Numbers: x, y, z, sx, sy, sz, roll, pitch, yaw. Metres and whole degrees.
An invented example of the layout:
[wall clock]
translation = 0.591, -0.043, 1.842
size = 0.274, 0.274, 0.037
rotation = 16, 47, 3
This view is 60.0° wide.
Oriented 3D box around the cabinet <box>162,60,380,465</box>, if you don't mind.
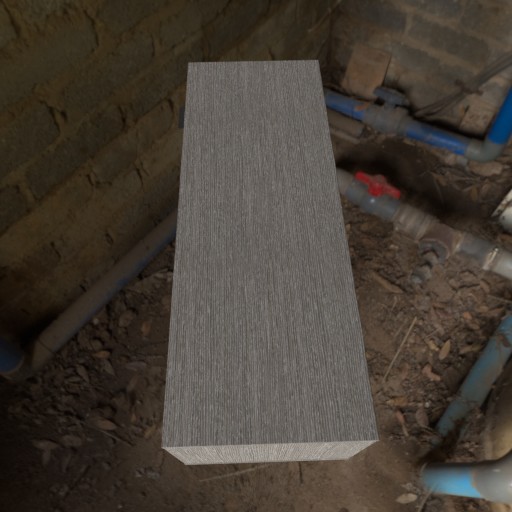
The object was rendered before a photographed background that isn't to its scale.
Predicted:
[cabinet]
translation = 0.000, 0.000, 1.551
size = 0.500, 0.599, 1.300
rotation = -2, 60, -1
